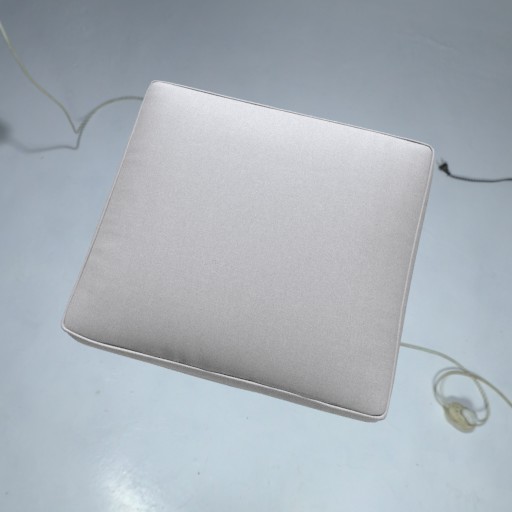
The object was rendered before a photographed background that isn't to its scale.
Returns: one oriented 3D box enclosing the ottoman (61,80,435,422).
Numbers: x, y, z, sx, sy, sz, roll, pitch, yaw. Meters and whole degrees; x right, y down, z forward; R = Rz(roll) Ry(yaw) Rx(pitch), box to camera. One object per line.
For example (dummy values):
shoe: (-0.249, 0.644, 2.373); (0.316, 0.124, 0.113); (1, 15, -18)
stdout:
ottoman: (0.000, 0.000, 1.145); (0.721, 0.505, 0.662); (15, 77, 4)
